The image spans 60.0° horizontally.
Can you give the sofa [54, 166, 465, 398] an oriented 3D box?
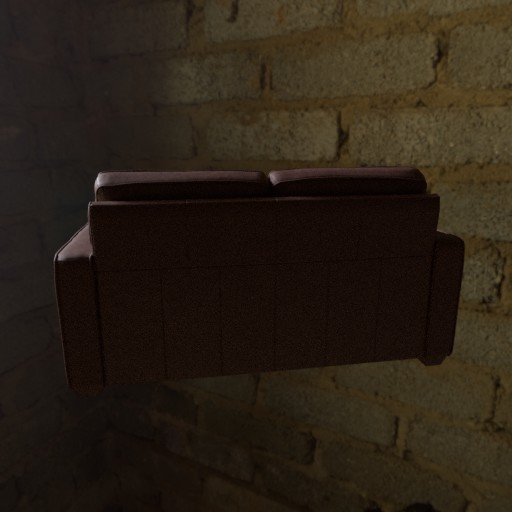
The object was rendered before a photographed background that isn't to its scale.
[{"bbox_3d":[0.000,0.000,2.245,1.709,0.918,0.947,-3,15,-9],"label":"sofa"}]
